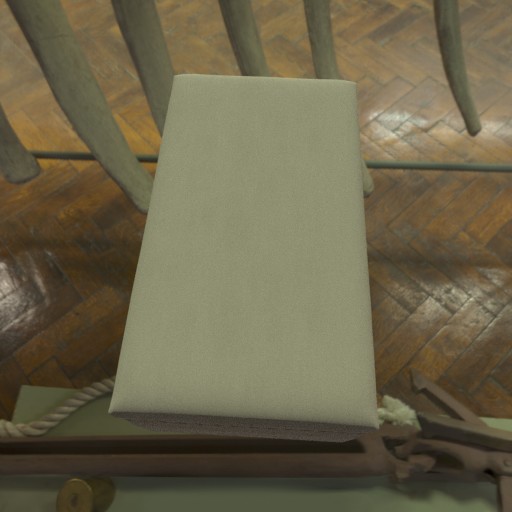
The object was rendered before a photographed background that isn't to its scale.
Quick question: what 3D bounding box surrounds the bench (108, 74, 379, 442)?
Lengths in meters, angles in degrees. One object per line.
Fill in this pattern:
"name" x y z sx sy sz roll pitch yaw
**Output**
"bench" 0.000 0.000 1.179 0.500 0.449 0.887 3 63 1
